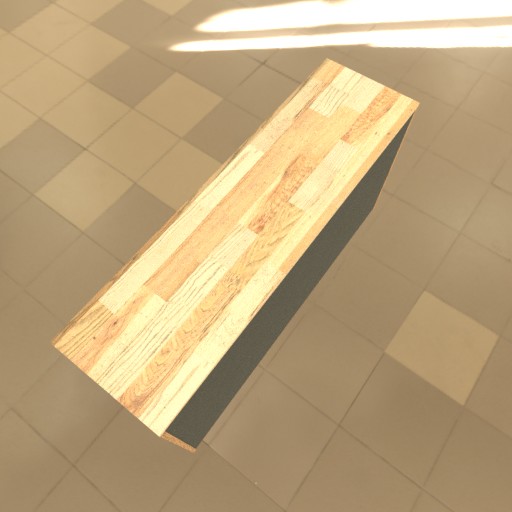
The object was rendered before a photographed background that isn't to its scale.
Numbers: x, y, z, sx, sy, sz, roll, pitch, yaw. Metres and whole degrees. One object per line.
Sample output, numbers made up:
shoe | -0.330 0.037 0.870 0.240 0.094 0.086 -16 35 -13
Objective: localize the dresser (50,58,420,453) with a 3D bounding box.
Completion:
dresser | 0.000 0.000 1.929 0.487 0.834 1.547 33 68 16
